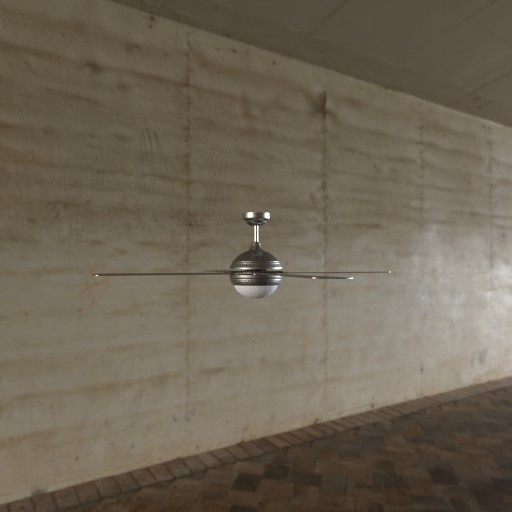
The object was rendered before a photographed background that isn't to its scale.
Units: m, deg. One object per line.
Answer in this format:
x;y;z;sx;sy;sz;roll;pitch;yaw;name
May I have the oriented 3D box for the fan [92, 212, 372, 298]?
0.000;0.000;1.995;1.321;0.381;1.321;0;-1;0;fan
